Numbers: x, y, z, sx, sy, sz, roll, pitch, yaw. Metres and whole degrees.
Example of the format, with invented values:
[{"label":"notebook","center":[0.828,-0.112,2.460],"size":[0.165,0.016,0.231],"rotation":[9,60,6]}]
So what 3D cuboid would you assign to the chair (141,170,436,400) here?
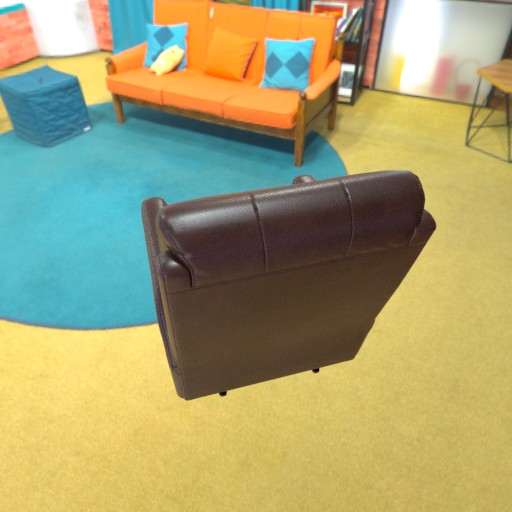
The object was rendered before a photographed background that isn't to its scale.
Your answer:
[{"label":"chair","center":[0.000,0.000,1.666],"size":[0.787,1.016,0.939],"rotation":[-11,41,-12]}]
